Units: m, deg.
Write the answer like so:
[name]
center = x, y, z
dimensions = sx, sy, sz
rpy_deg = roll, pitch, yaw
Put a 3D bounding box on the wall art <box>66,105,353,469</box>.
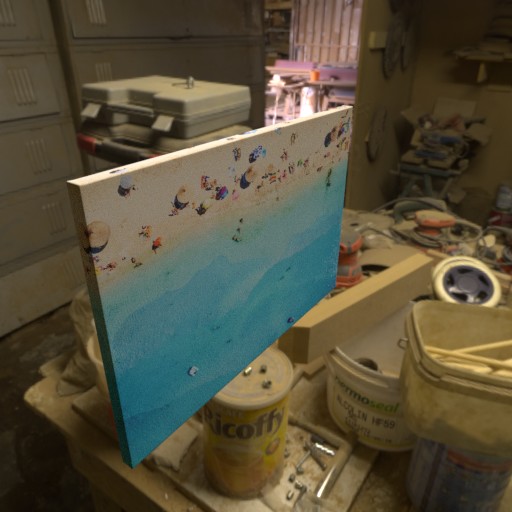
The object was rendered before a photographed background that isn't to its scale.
[wall art]
center = 0.000, 0.000, 1.394
dimensions = 0.040, 0.769, 1.136
rpy_deg = 19, 33, 32
